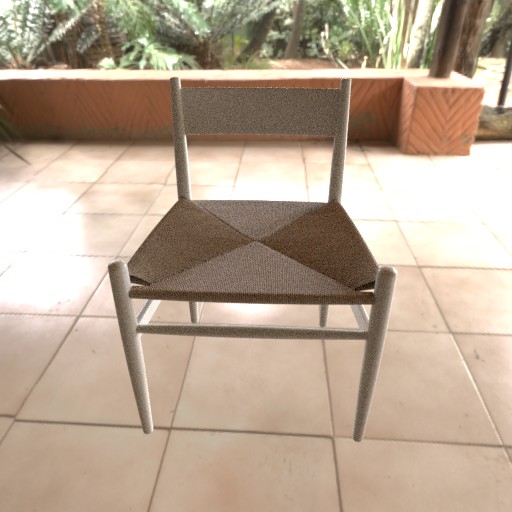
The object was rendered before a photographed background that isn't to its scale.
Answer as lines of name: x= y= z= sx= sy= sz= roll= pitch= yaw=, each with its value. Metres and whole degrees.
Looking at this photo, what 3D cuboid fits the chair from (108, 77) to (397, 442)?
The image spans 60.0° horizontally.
chair: x=0.000 y=0.000 z=1.100 sx=0.556 sy=0.762 sz=0.495 roll=1 pitch=31 yaw=2
